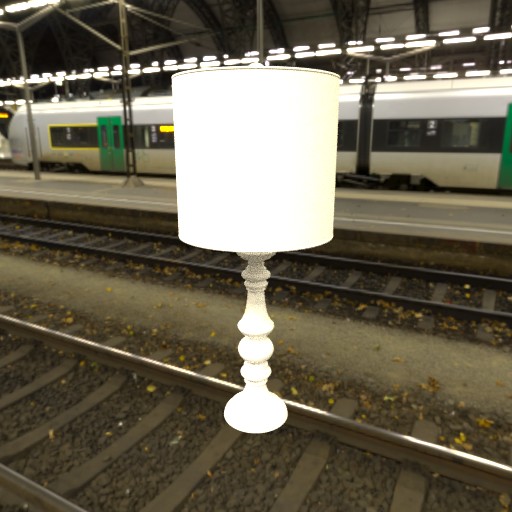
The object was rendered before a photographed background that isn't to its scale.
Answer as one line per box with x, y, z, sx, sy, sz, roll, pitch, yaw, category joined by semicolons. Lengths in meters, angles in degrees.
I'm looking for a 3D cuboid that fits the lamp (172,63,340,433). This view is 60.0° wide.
0.000;0.000;0.740;0.250;0.597;0.250;2;15;7;lamp
